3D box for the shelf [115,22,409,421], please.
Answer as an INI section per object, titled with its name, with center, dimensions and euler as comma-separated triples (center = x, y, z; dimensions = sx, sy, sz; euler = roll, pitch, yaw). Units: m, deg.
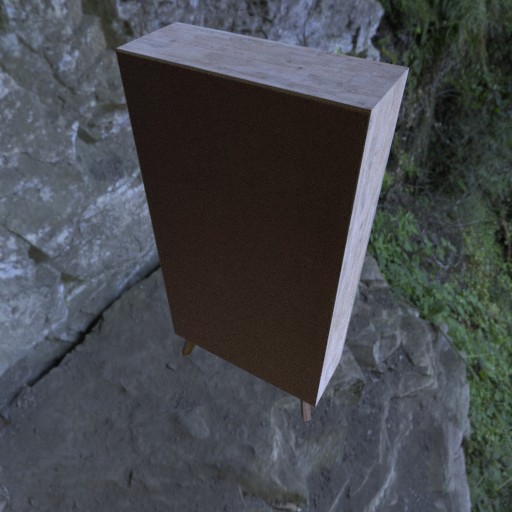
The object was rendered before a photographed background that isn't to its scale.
[shelf]
center = 0.000, 0.000, 1.694
dimensions = 0.748, 1.471, 0.308
euler = 22, 48, 22
